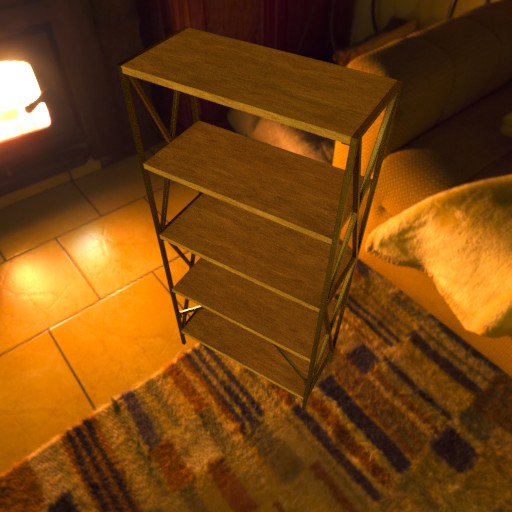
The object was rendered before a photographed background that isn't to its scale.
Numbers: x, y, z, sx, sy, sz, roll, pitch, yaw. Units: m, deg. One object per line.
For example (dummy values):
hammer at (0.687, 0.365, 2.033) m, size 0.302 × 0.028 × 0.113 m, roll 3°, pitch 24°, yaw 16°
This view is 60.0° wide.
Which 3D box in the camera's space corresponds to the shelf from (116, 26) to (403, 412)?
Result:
shelf at (0.000, 0.000, 2.133) m, size 0.874 × 1.803 × 0.386 m, roll 24°, pitch 52°, yaw 20°
